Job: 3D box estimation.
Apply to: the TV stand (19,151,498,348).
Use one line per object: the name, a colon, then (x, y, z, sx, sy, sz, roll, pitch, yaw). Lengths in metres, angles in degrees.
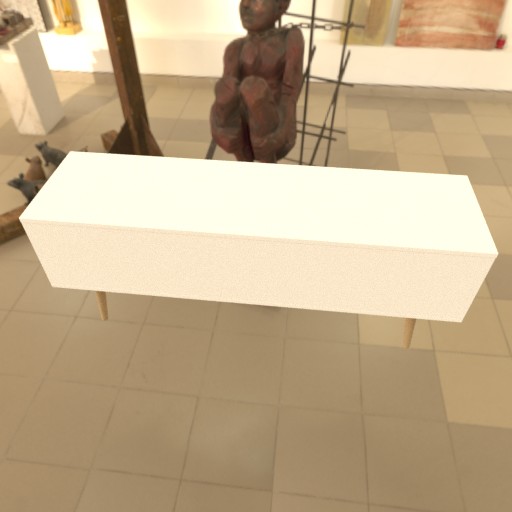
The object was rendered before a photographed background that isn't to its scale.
TV stand: (0.000, 0.000, 1.622, 1.398, 0.560, 0.401, 4, 45, 5)
